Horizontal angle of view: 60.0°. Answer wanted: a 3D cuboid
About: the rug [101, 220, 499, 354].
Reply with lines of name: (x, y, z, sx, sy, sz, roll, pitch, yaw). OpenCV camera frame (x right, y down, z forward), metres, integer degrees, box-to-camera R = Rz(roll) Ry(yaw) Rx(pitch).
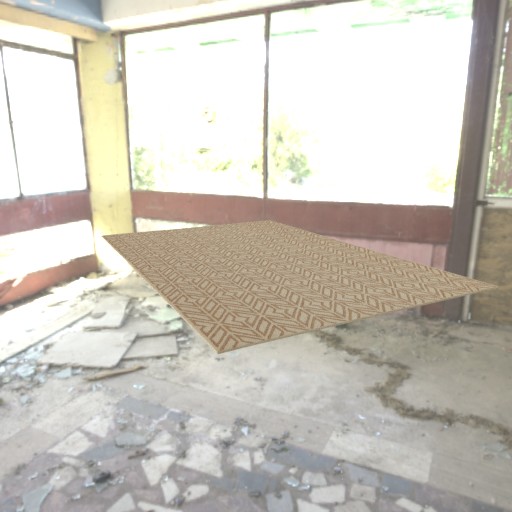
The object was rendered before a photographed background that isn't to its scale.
rug: (0.000, 0.000, 2.266, 1.220, 0.007, 1.828, -7, 16, -27)
